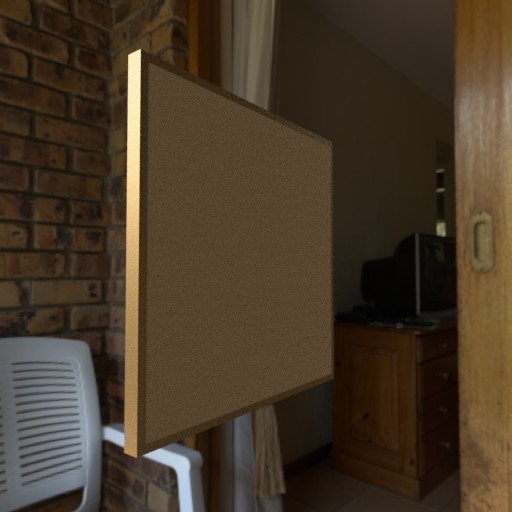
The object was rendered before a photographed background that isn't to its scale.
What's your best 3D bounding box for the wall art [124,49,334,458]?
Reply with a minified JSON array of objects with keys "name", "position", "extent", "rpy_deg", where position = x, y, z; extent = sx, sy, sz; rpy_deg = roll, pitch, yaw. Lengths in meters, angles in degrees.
[{"name":"wall art","position":[0.000,0.000,1.138],"extent":[0.038,0.762,0.762],"rpy_deg":[-2,-3,38]}]
